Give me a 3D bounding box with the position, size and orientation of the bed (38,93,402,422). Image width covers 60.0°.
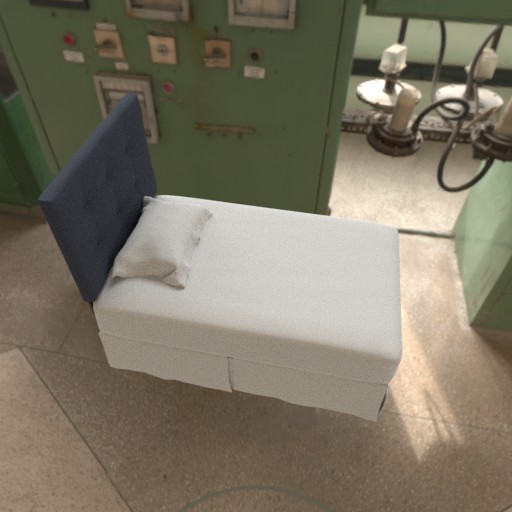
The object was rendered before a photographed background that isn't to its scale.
[{"bbox_3d":[0.000,0.000,2.974,1.997,1.571,1.261,8,47,8],"label":"bed"}]
